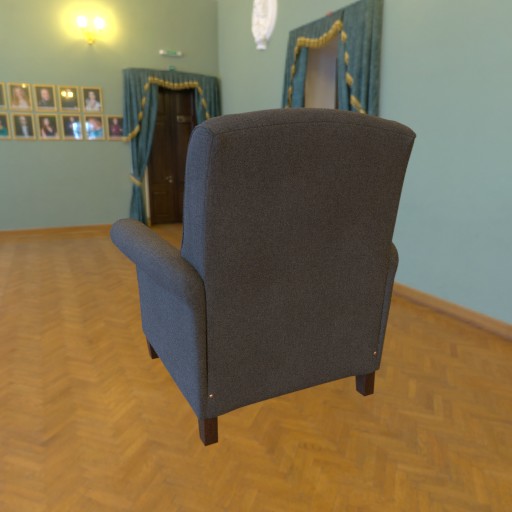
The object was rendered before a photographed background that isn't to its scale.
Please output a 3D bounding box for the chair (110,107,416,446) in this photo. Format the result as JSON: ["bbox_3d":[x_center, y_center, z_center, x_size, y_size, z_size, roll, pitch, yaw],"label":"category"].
[{"bbox_3d":[0.000,0.000,1.767,0.978,1.061,0.905,-7,15,-26],"label":"chair"}]
